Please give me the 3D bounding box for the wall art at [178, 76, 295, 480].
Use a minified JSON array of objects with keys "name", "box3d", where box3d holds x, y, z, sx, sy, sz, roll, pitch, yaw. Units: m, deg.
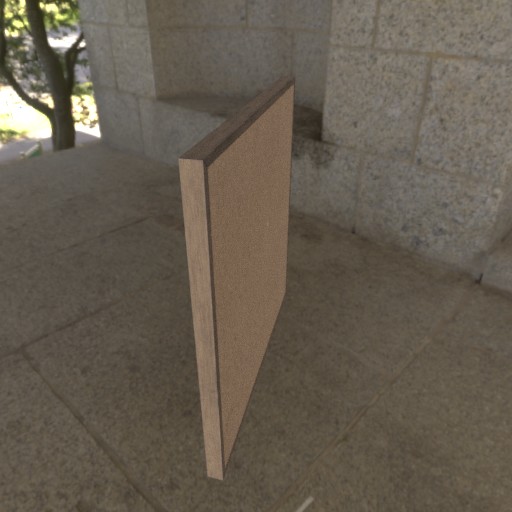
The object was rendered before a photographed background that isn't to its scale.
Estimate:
[{"name":"wall art","box3d":[0.000,0.000,1.150,0.038,0.762,0.762,7,31,12]}]
